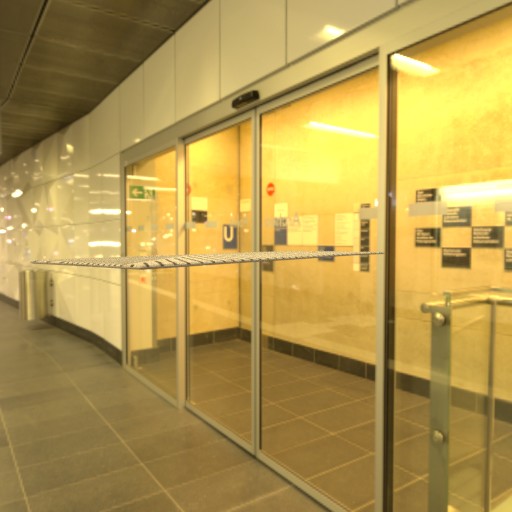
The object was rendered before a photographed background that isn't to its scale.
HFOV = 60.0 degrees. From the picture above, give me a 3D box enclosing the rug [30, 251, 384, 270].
[{"bbox_3d":[0.000,0.000,2.768,0.773,0.020,2.439,1,2,36],"label":"rug"}]
